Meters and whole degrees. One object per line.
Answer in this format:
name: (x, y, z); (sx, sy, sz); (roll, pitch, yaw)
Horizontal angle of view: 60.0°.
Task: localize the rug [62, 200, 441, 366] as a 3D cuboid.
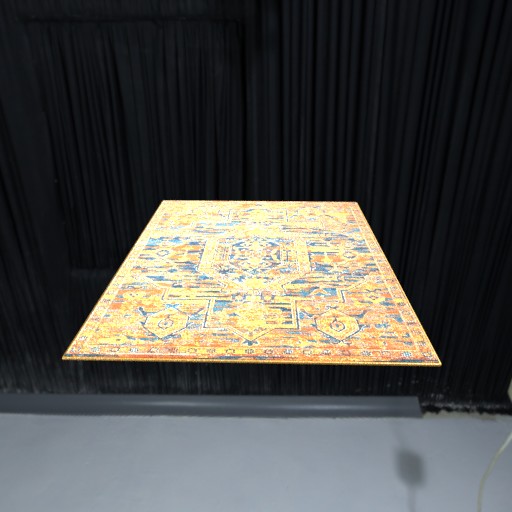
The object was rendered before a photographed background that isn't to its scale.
rug: (0.000, 0.000, 4.192); (2.435, 0.031, 3.040); (1, 27, 1)
